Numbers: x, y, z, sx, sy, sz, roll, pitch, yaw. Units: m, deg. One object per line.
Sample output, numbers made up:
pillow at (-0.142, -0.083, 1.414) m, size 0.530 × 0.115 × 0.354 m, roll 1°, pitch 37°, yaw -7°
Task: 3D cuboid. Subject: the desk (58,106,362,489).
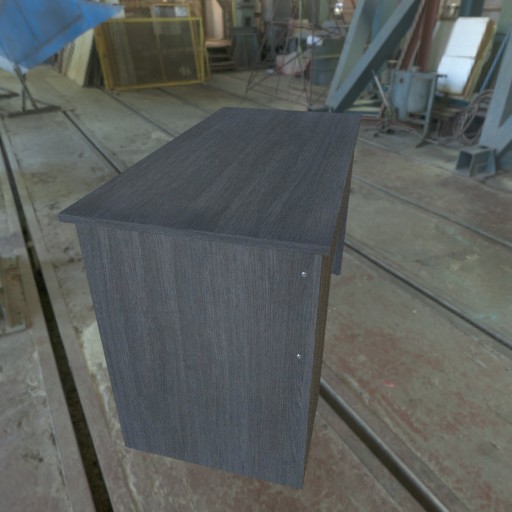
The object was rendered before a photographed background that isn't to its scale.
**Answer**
desk at (0.000, 0.000, 1.491) m, size 0.560 × 0.730 × 1.096 m, roll 7°, pitch 31°, yaw 13°
